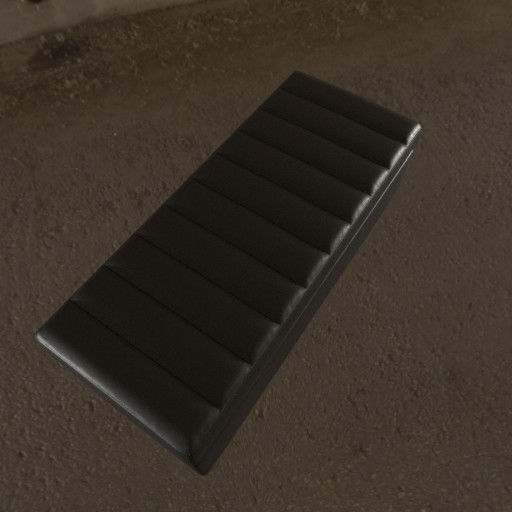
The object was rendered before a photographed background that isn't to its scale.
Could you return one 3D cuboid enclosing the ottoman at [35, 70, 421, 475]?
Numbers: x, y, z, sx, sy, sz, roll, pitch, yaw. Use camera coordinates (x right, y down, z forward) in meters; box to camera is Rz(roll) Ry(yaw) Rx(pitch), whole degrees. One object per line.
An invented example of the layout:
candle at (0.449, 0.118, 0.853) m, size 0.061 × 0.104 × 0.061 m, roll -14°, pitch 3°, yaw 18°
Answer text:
ottoman at (0.000, 0.000, 1.361) m, size 0.482 × 0.469 × 1.151 m, roll 31°, pitch 64°, yaw 17°
